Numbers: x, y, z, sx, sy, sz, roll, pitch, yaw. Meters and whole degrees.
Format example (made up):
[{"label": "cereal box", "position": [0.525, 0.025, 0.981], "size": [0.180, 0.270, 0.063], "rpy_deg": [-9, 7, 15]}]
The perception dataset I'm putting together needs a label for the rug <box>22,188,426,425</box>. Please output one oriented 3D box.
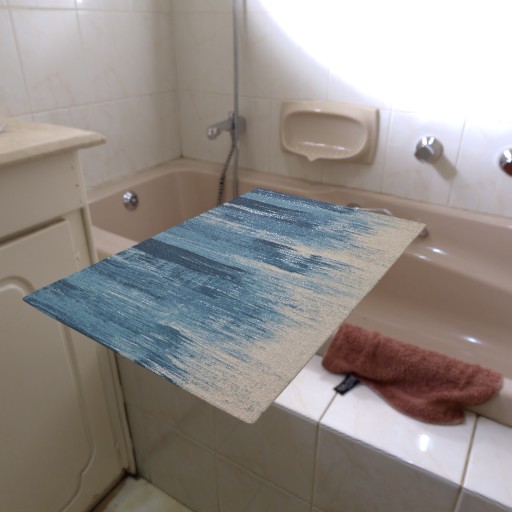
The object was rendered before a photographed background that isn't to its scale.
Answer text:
[{"label": "rug", "position": [0.000, 0.000, 2.284], "size": [1.232, 0.009, 1.836], "rpy_deg": [17, 32, 30]}]
